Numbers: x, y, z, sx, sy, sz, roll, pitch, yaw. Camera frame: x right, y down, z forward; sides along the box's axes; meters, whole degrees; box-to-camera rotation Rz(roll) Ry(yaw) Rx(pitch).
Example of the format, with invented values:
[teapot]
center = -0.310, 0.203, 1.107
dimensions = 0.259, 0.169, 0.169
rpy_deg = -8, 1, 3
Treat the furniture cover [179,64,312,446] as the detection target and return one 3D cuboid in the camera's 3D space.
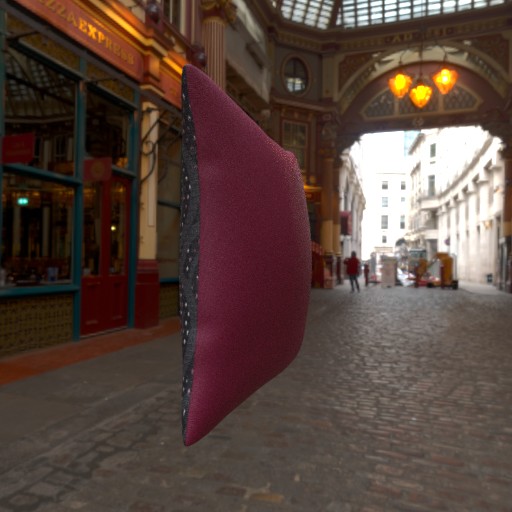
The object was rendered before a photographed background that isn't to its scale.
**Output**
[furniture cover]
center = 0.000, 0.000, 0.842
dimensions = 0.193, 0.509, 0.552
rpy_deg = 0, 0, 19
